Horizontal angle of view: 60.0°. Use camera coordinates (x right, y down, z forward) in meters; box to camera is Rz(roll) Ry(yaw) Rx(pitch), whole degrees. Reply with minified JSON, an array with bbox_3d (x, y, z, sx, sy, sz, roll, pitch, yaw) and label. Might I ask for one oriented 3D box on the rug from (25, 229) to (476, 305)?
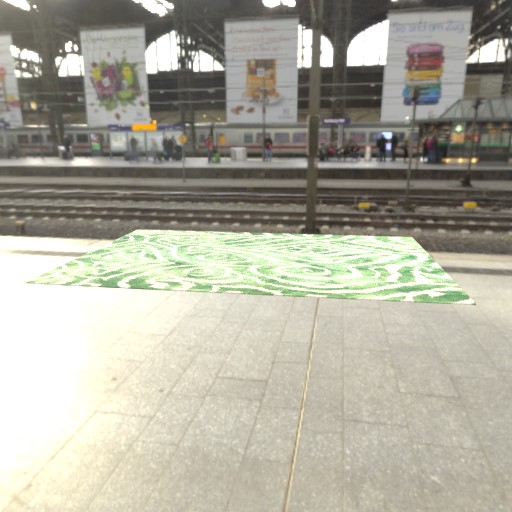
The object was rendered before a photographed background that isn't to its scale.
[{"bbox_3d":[0.000,0.000,2.353,1.826,0.006,1.220,2,14,8],"label":"rug"}]
